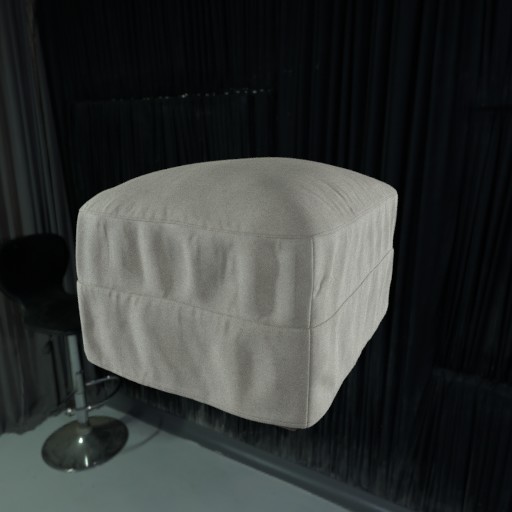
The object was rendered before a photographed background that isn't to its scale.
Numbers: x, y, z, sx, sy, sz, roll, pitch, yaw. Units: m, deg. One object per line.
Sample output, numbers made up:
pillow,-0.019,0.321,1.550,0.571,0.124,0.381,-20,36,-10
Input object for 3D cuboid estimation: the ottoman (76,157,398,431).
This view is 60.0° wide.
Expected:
ottoman,0.000,0.000,1.119,0.584,0.480,0.712,8,18,26
